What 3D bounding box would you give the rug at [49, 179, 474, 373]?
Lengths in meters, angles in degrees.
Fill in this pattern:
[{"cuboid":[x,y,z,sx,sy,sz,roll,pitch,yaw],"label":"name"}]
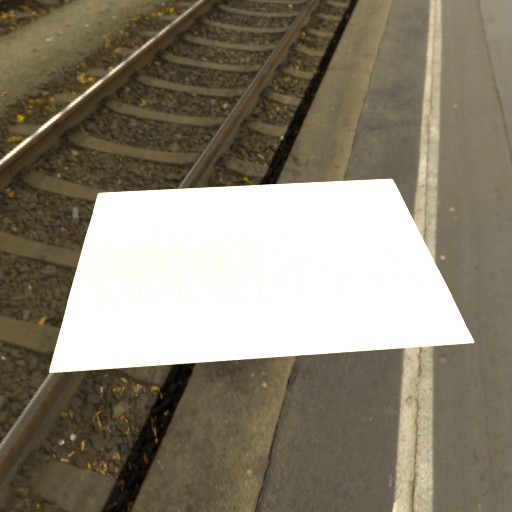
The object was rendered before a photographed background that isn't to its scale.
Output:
[{"cuboid":[0.000,0.000,2.344,1.850,0.006,1.234,-3,45,-3],"label":"rug"}]
